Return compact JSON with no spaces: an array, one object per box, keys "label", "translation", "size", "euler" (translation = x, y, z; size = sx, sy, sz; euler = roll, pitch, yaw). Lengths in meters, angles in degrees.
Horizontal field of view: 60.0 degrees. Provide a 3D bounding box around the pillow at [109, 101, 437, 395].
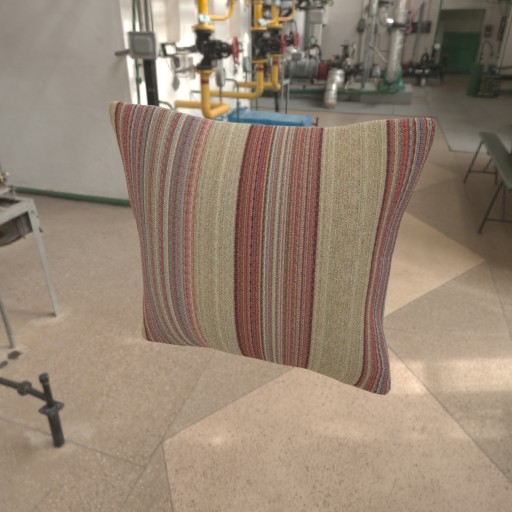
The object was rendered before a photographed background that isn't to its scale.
[{"label":"pillow","translation":[0.000,0.000,0.651],"size":[0.437,0.419,0.136],"euler":[9,29,16]}]
